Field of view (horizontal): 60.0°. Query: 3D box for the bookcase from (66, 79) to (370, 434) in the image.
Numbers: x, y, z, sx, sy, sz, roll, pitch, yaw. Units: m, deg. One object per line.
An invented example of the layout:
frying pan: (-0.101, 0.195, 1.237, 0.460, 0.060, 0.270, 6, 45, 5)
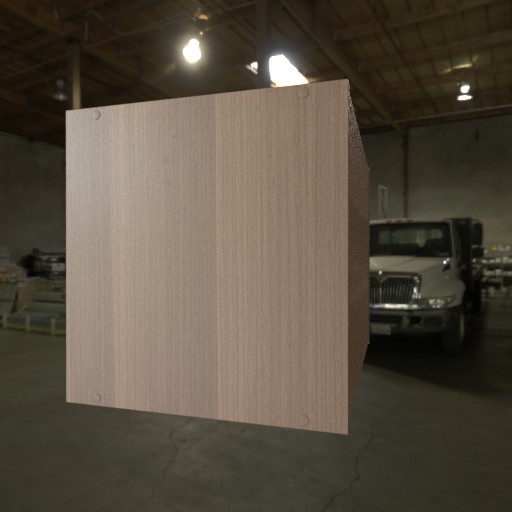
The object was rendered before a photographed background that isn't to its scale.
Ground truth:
bookcase: (0.000, 0.000, 0.620, 0.290, 0.305, 0.415, 0, 0, 17)
